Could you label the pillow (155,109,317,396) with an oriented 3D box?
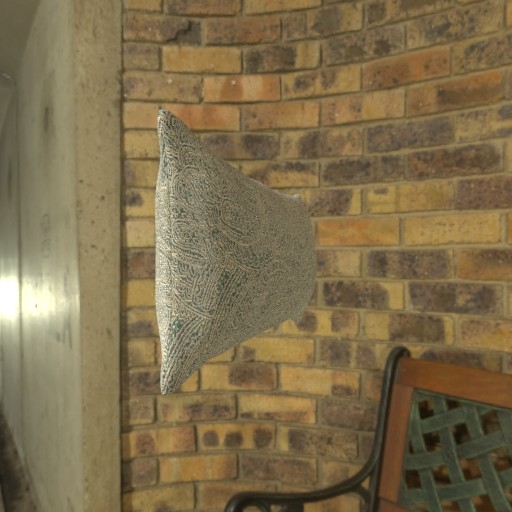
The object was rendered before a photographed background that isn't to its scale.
[{"bbox_3d":[0.000,0.000,0.739,0.151,0.295,0.615,0,-1,19],"label":"pillow"}]
